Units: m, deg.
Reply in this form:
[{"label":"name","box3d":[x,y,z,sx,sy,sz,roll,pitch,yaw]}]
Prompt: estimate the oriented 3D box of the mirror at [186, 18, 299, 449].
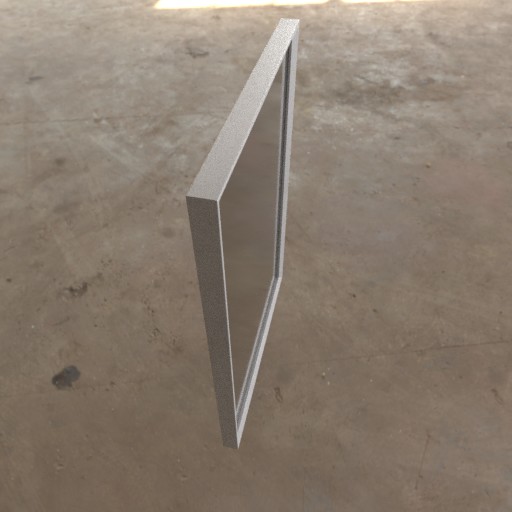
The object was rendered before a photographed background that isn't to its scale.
[{"label":"mirror","box3d":[0.000,0.000,0.882,0.039,0.710,0.507,10,48,9]}]
